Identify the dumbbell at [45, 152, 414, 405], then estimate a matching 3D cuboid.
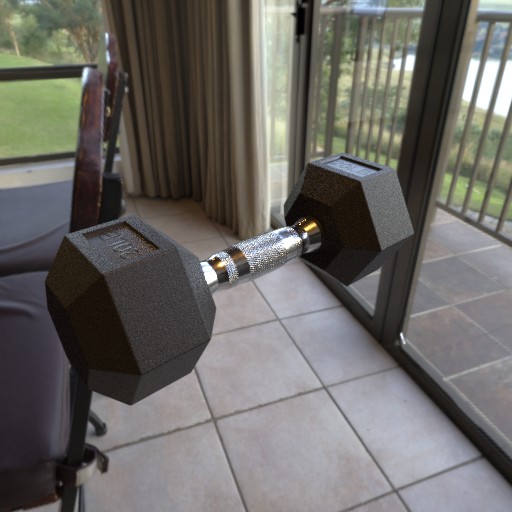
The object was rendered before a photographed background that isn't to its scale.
[{"bbox_3d":[0.000,0.000,0.319,0.272,0.092,0.106,-23,38,-33],"label":"dumbbell"}]
